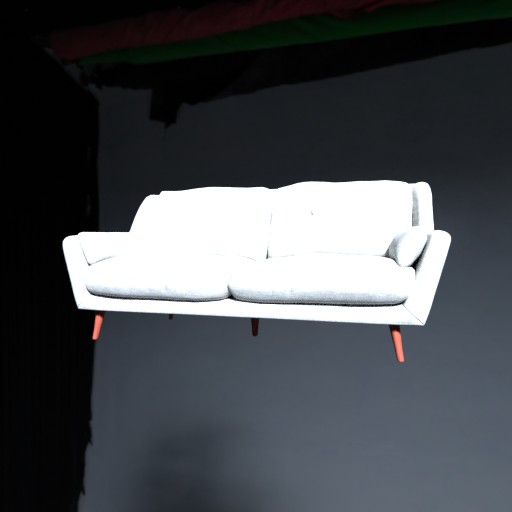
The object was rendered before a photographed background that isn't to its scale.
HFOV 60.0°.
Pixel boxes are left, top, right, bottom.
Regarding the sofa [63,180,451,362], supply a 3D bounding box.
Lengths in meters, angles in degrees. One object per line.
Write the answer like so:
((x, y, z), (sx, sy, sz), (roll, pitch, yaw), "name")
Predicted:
((0.000, 0.000, 2.480), (1.930, 0.897, 0.976), (0, 1, 18), "sofa")
